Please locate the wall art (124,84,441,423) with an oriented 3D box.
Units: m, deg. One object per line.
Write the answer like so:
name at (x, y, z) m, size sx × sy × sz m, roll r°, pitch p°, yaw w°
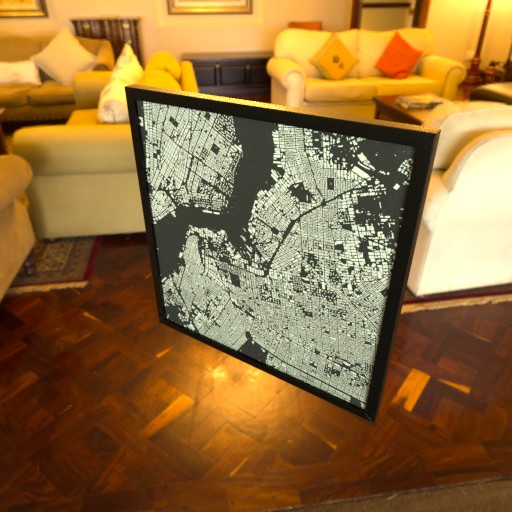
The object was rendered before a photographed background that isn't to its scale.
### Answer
wall art at (0.000, 0.000, 1.144) m, size 0.755 × 0.761 × 0.038 m, roll 19°, pitch 36°, yaw 27°
